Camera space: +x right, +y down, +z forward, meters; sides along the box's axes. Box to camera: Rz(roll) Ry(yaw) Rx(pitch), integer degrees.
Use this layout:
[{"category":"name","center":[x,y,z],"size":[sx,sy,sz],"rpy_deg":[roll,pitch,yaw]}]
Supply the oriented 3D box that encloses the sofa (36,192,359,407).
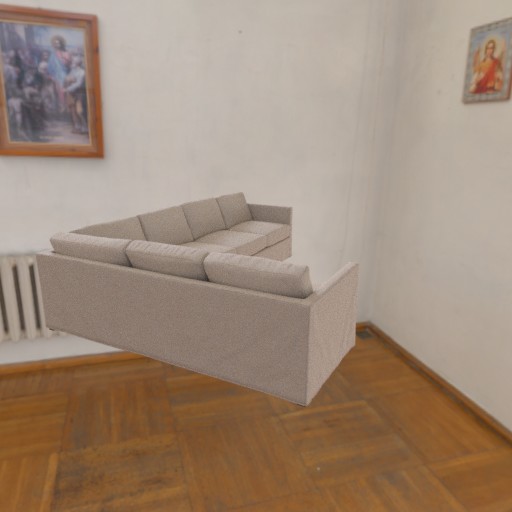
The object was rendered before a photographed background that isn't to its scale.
[{"category":"sofa","center":[0.000,0.000,4.481],"size":[2.432,0.871,3.182],"rpy_deg":[8,18,27]}]
